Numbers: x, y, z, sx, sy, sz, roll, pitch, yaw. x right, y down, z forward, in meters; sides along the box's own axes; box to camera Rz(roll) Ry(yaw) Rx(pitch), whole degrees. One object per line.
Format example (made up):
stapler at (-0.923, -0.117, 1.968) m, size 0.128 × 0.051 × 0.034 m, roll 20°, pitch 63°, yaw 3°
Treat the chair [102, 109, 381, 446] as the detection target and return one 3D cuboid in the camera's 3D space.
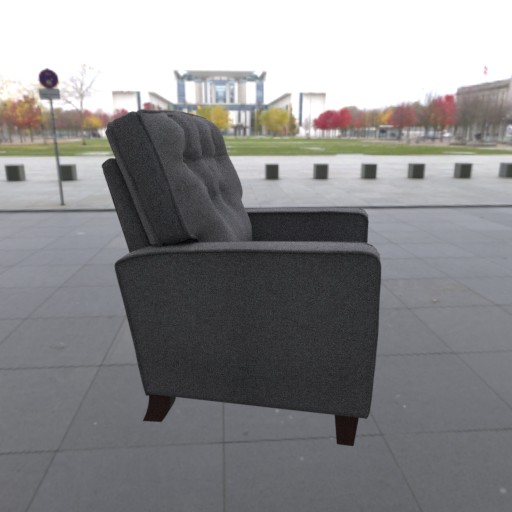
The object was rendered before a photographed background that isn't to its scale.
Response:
chair at (0.000, 0.000, 1.428) m, size 0.775 × 0.889 × 0.650 m, roll 3°, pitch 16°, yaw 10°
